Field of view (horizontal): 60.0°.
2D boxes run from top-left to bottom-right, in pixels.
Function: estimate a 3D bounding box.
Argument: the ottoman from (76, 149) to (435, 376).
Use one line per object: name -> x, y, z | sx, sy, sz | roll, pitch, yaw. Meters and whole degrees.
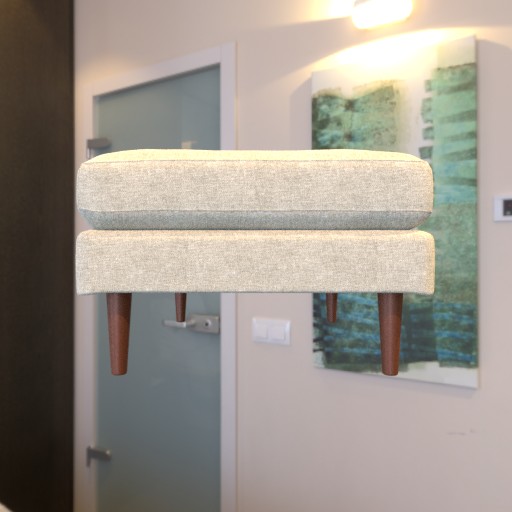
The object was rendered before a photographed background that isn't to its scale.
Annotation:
ottoman -> 0.000, 0.000, 1.240 | 0.693, 0.474, 0.821 | 0, 0, 0
